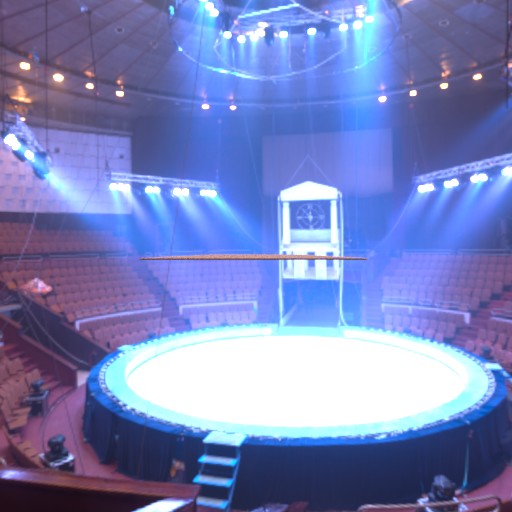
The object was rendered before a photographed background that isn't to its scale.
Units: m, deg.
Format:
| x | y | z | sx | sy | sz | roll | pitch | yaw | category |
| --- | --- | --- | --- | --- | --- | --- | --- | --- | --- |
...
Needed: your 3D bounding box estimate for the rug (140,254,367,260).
| x | y | z | sx | sy | sz | roll | pitch | yaw | category |
| --- | --- | --- | --- | --- | --- | --- | --- | --- | --- |
| 0.000 | 0.000 | 2.733 | 0.806 | 0.006 | 2.431 | 0 | 0 | 1 | rug |
